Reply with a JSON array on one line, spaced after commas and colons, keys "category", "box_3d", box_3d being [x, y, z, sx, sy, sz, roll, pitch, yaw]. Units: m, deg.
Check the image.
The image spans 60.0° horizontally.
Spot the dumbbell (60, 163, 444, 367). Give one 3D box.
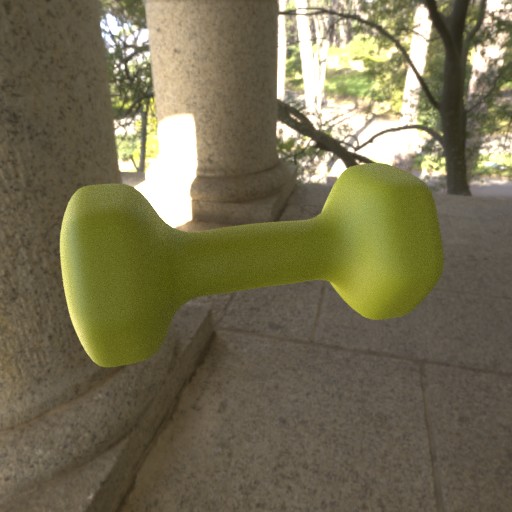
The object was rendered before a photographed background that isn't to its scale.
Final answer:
[{"category": "dumbbell", "box_3d": [0.000, 0.000, 0.207, 0.164, 0.072, 0.080, -7, 27, -14]}]
